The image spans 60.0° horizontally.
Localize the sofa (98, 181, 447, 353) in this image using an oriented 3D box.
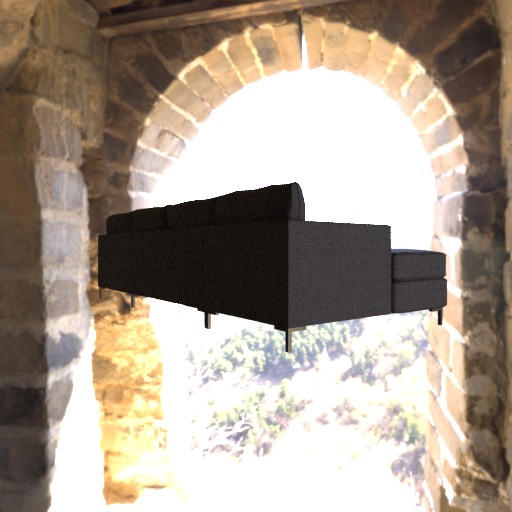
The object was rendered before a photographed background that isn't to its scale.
[{"bbox_3d":[0.000,0.000,4.352,2.048,0.999,3.423,-1,1,-37],"label":"sofa"}]
